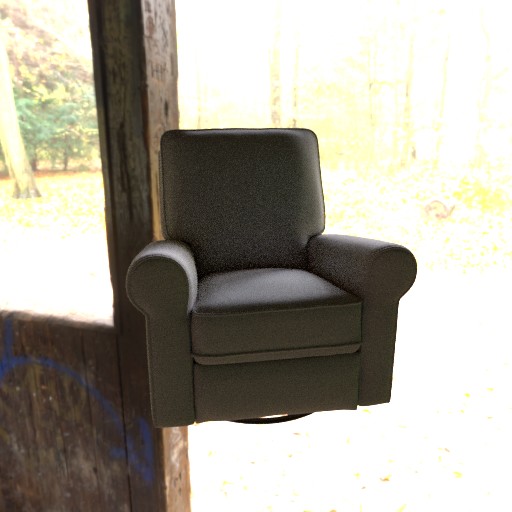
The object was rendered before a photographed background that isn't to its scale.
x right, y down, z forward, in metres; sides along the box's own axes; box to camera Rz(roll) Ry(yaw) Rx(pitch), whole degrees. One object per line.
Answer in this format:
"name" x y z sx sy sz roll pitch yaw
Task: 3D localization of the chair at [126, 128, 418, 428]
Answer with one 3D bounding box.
"chair" 0.000 0.000 1.697 0.890 0.960 0.878 -3 15 -10
